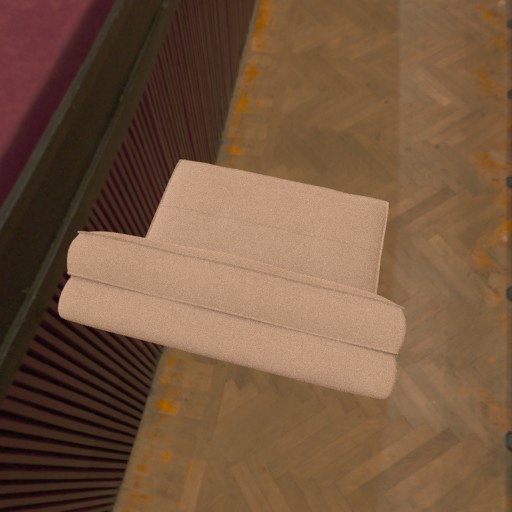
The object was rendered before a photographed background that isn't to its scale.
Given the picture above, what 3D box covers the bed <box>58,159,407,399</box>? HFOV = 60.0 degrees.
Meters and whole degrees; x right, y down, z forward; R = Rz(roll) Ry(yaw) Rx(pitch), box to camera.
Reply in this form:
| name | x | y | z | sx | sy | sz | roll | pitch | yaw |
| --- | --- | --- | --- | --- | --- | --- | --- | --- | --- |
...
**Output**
| name | x | y | z | sx | sy | sz | roll | pitch | yaw |
| --- | --- | --- | --- | --- | --- | --- | --- | --- | --- |
| bed | 0.000 | 0.000 | 1.348 | 0.799 | 0.614 | 0.749 | 13 | 65 | 6 |
